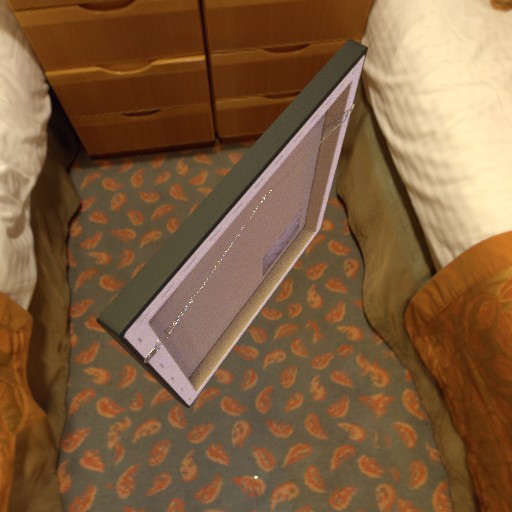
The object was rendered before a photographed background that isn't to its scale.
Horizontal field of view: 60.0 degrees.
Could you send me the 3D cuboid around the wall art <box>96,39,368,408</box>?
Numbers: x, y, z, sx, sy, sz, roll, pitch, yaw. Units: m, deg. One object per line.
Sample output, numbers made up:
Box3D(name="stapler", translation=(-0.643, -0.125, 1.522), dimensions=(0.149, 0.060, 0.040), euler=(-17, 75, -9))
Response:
Box3D(name="wall art", translation=(0.000, 0.000, 0.907), dimensions=(0.043, 0.611, 0.610), euler=(32, 68, 15))
